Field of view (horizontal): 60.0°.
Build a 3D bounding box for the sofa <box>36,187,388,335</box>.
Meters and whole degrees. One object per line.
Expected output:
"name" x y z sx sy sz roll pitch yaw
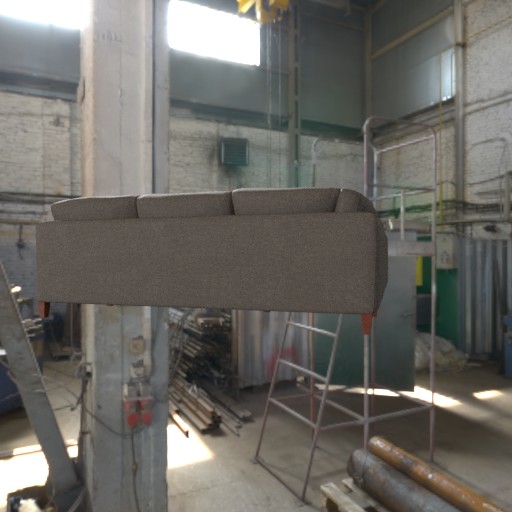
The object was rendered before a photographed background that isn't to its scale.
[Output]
"sofa" 0.000 0.000 4.577 2.593 0.947 3.302 0 0 18
